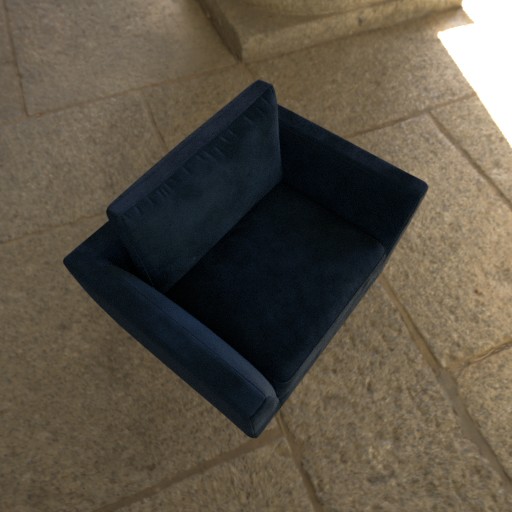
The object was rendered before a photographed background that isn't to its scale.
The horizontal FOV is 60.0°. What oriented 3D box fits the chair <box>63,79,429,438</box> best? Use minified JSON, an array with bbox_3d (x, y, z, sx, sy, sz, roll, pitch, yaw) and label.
[{"bbox_3d":[0.000,0.000,1.599,0.746,0.893,0.977,34,65,19],"label":"chair"}]
